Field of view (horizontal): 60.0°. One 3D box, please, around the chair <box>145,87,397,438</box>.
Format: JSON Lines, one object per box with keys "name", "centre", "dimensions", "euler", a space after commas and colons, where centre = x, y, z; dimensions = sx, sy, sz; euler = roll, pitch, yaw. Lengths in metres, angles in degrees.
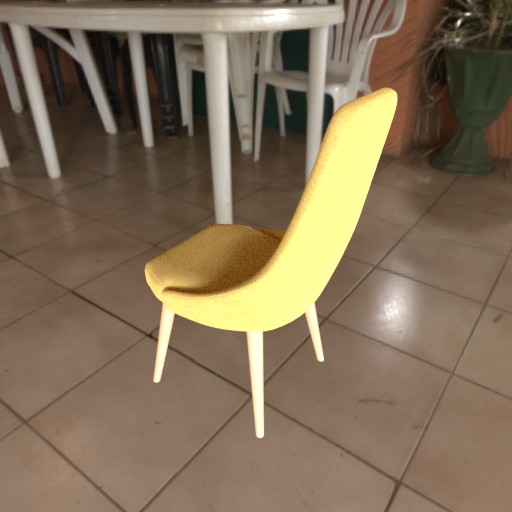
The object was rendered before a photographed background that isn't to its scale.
{"name": "chair", "centre": [0.000, 0.000, 1.389], "dimensions": [0.660, 1.040, 0.510], "euler": [20, 36, 29]}
